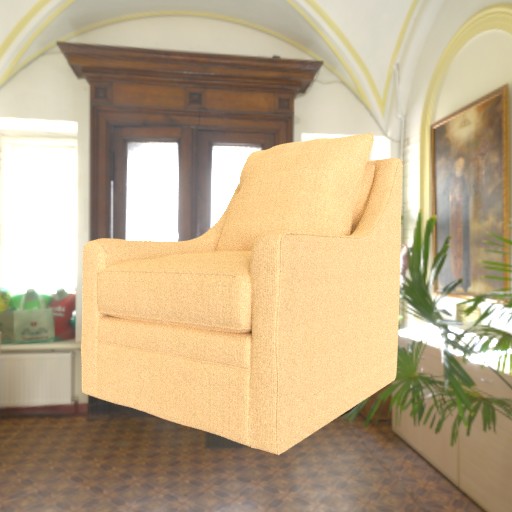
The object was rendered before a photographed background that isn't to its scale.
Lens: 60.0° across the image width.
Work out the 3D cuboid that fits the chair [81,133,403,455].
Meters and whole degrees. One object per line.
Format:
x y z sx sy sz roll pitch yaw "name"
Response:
0.000 0.000 1.526 0.760 0.927 0.876 0 0 36 "chair"
